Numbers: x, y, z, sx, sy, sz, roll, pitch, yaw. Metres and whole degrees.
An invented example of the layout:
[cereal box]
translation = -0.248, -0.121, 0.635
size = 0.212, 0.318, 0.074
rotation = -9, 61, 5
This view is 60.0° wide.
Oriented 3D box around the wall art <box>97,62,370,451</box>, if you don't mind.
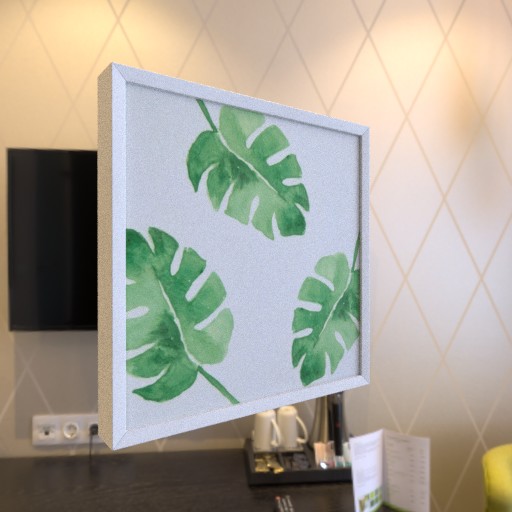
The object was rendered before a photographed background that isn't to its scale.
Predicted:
[wall art]
translation = 0.000, 0.000, 0.451
size = 0.305, 0.305, 0.038
rotation = 0, 0, -36
